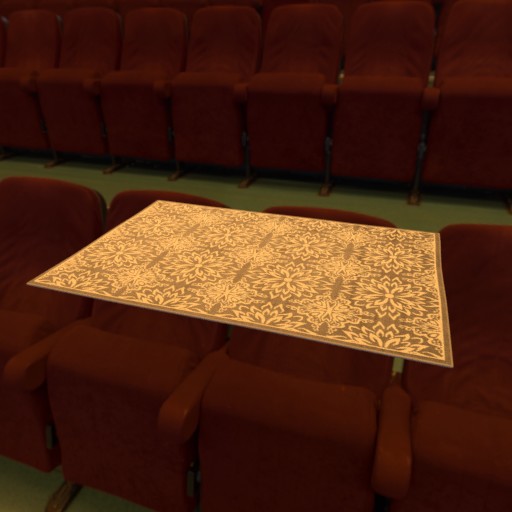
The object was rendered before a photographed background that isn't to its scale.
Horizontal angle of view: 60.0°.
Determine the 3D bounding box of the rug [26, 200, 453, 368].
[{"bbox_3d":[0.000,0.000,2.317,1.847,0.012,1.224,8,28,16],"label":"rug"}]
